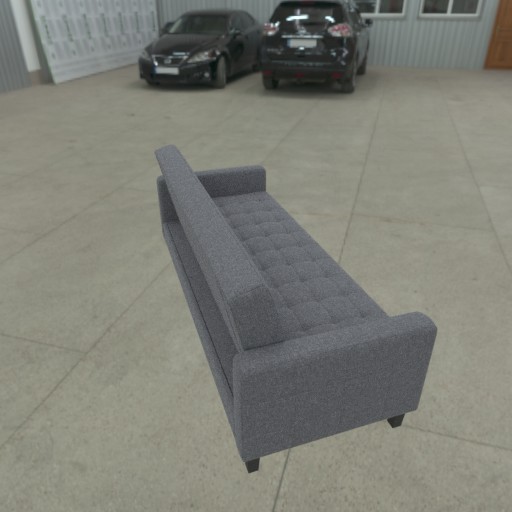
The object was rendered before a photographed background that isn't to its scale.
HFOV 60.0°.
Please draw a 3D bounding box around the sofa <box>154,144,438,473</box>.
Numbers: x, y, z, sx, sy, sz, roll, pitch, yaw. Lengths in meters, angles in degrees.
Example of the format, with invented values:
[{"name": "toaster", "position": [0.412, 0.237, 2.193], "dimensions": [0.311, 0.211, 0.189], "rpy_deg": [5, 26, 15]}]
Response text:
[{"name": "sofa", "position": [0.000, 0.000, 2.470], "dimensions": [0.810, 0.850, 2.040], "rpy_deg": [-10, 31, -16]}]
